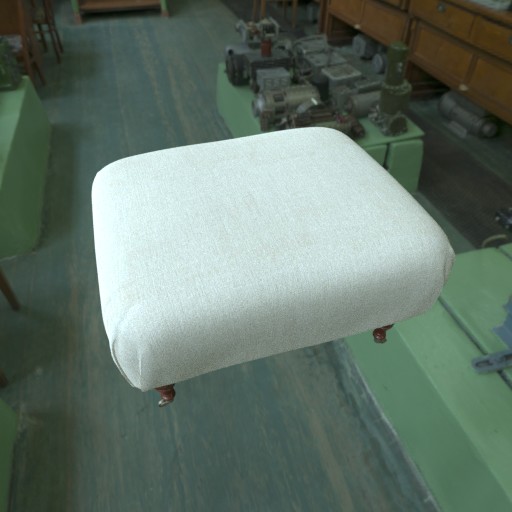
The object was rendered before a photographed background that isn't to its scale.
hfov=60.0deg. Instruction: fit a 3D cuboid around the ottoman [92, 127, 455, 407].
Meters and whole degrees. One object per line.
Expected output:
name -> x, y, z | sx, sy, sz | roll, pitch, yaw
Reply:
ottoman -> 0.000, 0.000, 1.143 | 0.747, 0.450, 0.622 | -12, 44, -13
